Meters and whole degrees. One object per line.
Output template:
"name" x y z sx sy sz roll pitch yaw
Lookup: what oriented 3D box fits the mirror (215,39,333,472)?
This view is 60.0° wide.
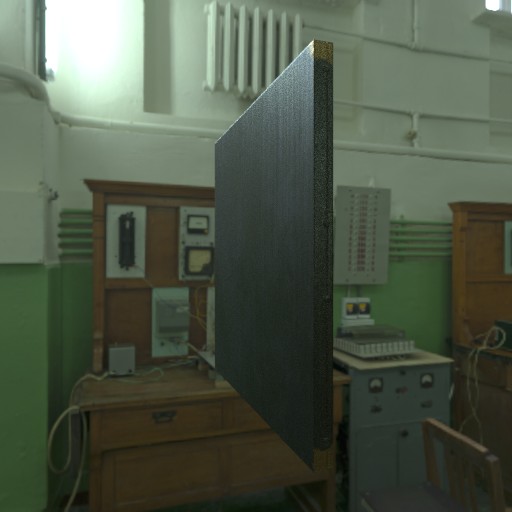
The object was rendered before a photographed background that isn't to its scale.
"mirror" 0.000 0.000 0.573 0.020 0.381 0.382 0 0 -18
